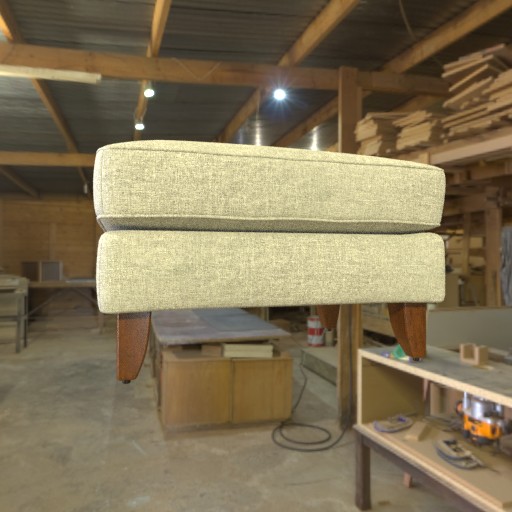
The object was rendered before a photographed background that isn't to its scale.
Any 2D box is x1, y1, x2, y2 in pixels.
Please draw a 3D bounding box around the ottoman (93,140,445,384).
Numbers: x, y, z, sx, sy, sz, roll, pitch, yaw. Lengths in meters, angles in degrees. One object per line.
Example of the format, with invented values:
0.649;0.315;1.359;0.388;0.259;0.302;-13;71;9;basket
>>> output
0.000;0.000;1.321;0.889;0.561;0.661;0;0;-17;ottoman
